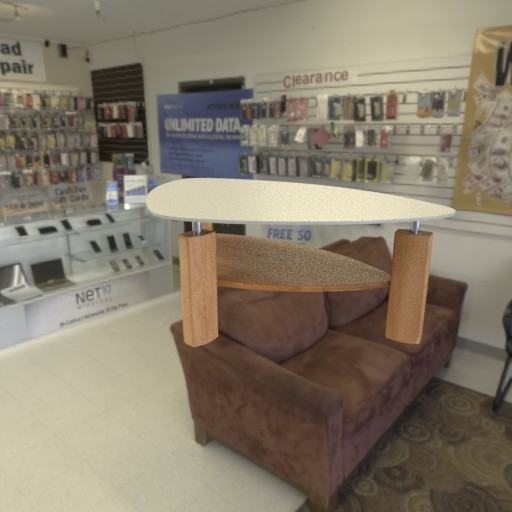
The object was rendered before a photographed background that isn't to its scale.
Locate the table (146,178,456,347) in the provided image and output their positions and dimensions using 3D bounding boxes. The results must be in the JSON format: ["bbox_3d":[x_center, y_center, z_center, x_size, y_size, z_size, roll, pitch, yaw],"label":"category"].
[{"bbox_3d":[0.000,0.000,1.642,1.250,0.440,0.850,15,22,41],"label":"table"}]
